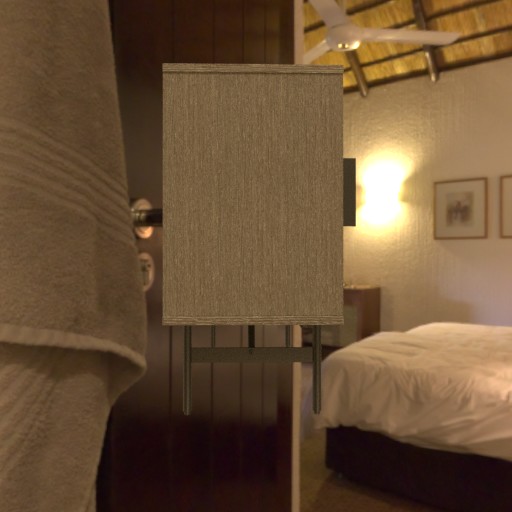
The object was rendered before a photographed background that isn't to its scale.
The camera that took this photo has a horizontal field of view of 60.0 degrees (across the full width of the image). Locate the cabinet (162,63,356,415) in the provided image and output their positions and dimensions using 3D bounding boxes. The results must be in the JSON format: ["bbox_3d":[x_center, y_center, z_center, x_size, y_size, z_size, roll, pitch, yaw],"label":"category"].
[{"bbox_3d":[0.000,0.000,1.509,0.405,0.787,1.194,0,0,-1],"label":"cabinet"}]
